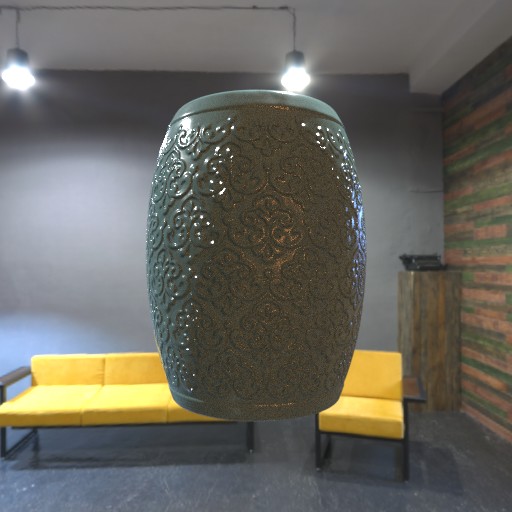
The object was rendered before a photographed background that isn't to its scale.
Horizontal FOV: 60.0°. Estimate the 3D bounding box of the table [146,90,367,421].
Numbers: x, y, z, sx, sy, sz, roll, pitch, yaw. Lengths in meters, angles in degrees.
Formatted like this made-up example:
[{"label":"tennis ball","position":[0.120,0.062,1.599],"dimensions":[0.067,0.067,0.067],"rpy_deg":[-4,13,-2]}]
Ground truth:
[{"label":"table","position":[0.000,0.000,0.639],"dimensions":[0.309,0.397,0.309],"rpy_deg":[0,-1,0]}]
